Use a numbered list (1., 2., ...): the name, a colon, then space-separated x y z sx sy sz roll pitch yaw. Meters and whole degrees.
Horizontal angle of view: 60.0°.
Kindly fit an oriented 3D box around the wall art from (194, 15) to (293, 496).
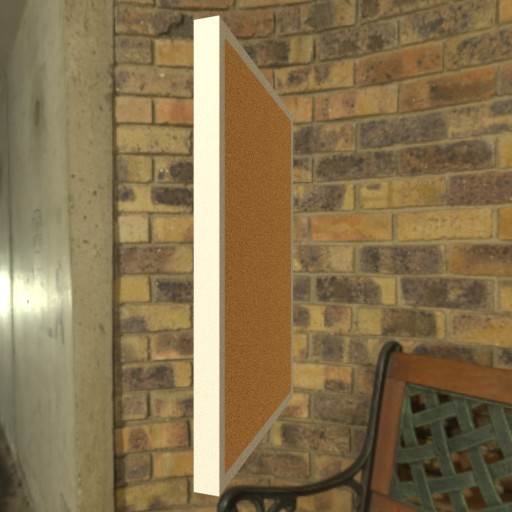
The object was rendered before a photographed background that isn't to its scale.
1. wall art: 0.000 0.000 0.826 0.038 0.657 0.450 0 0 18
